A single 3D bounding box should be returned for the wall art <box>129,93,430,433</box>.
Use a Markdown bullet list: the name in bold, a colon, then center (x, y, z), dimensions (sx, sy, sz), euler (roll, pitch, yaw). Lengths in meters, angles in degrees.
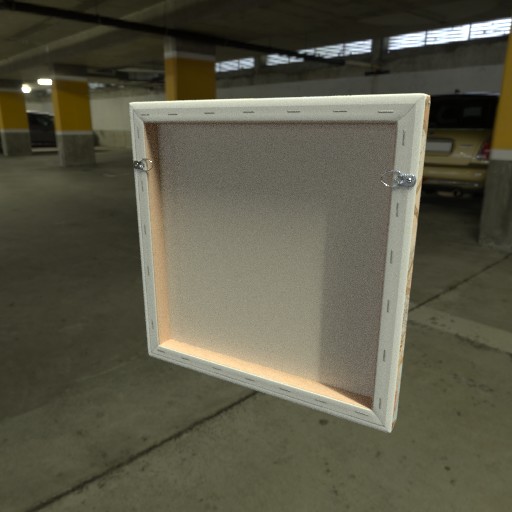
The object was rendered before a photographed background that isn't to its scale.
- **wall art**: center (0.000, 0.000, 0.759), dimensions (0.507, 0.508, 0.038), euler (9, 19, 28)
